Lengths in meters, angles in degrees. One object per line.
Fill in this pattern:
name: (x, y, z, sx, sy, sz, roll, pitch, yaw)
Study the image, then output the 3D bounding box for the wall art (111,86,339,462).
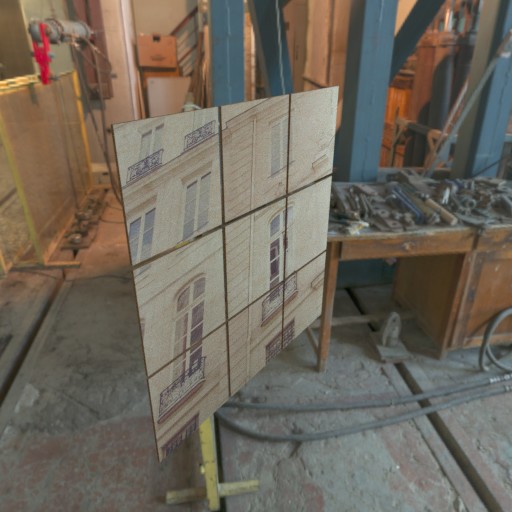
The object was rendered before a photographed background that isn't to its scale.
wall art: (0.000, 0.000, 2.271, 0.023, 1.522, 1.526, 18, 32, 32)
